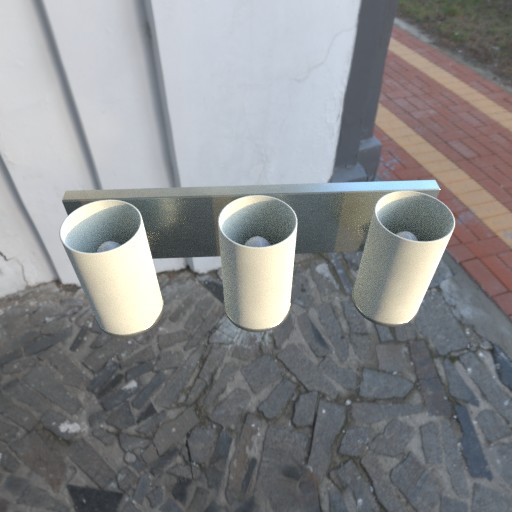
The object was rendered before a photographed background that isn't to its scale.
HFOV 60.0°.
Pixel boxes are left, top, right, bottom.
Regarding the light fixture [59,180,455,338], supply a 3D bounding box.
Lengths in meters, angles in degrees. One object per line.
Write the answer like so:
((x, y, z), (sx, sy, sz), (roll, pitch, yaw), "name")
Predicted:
((0.000, 0.000, 0.526), (0.451, 0.172, 0.145), (-2, 47, -2), "light fixture")
